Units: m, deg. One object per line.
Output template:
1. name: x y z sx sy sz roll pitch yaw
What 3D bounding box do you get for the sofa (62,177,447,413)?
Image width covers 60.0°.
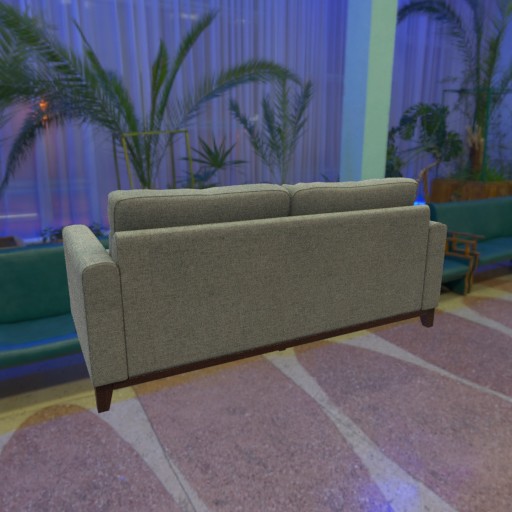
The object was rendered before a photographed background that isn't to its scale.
1. sofa: 0.000 0.000 2.543 1.978 0.892 0.969 -7 16 -26
